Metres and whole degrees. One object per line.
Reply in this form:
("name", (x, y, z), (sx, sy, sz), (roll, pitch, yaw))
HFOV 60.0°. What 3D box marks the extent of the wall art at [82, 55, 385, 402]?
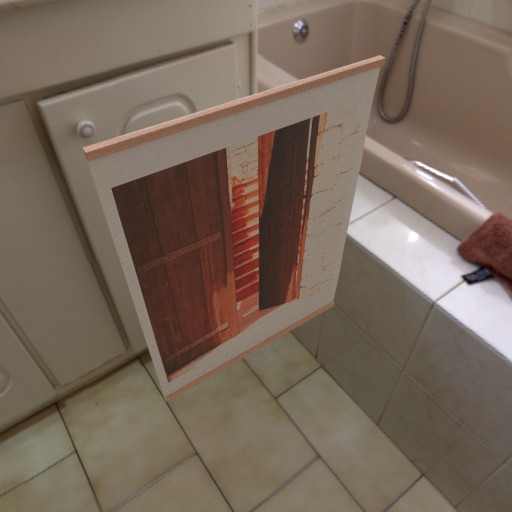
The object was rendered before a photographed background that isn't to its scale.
("wall art", (0.000, 0.000, 1.320), (0.758, 1.013, 0.020), (-26, 51, -22))
